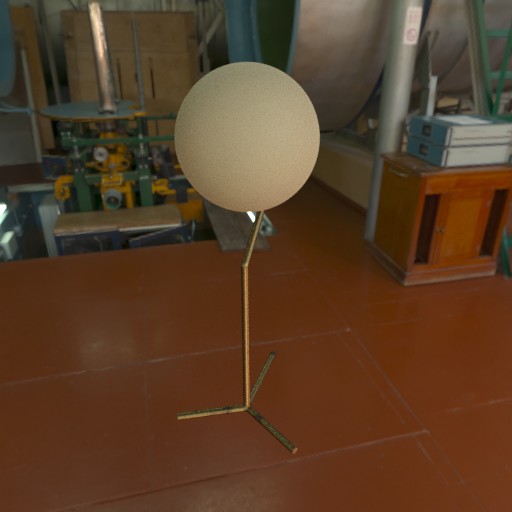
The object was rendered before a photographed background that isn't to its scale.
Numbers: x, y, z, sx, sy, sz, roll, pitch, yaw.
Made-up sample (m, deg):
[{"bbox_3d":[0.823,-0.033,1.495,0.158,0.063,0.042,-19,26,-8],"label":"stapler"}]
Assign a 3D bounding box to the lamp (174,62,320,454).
[{"bbox_3d":[0.000,0.000,0.684,0.210,0.552,0.251,9,28,18],"label":"lamp"}]
